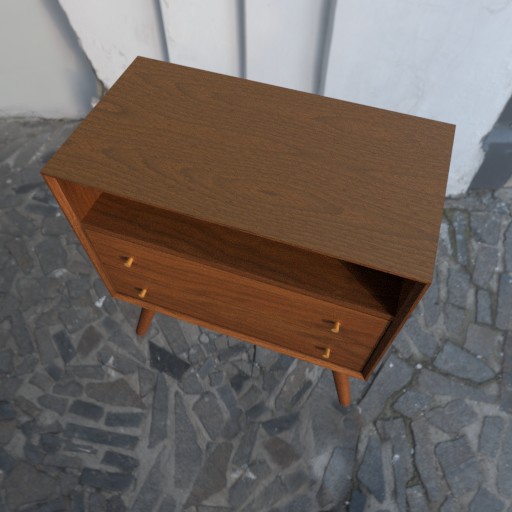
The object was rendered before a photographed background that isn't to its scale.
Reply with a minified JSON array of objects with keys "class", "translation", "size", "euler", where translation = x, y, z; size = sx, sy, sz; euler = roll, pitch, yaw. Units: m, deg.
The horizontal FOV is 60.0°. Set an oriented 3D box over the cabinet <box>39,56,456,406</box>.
[{"class":"cabinet","translation":[0.000,0.000,1.157],"size":[0.712,0.748,0.388],"euler":[16,58,10]}]
